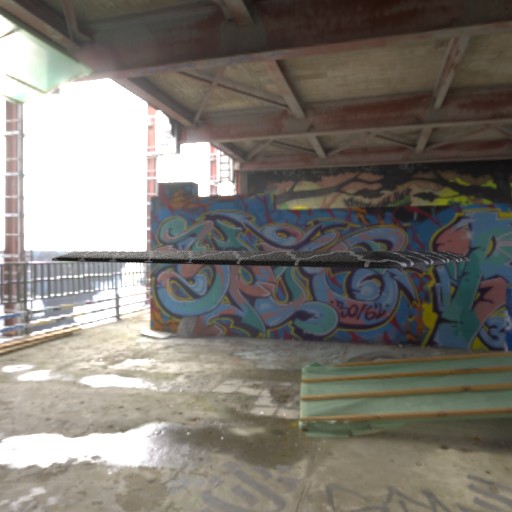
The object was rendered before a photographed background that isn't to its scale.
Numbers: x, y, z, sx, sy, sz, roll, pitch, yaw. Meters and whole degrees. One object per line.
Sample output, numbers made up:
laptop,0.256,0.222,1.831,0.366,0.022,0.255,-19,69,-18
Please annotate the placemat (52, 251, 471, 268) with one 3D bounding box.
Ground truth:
placemat,0.000,0.000,0.944,0.762,0.021,0.508,0,1,36
